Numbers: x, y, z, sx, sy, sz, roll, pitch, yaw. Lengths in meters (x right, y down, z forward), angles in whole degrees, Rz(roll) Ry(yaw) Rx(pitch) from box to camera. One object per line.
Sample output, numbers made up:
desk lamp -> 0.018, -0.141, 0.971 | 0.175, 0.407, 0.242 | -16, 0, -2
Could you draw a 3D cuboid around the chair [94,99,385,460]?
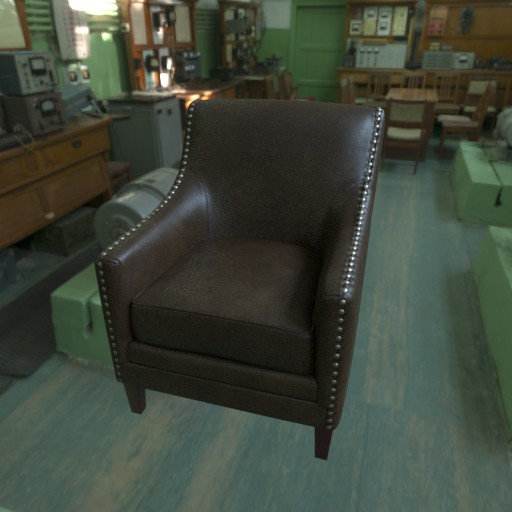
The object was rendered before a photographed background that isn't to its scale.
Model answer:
chair -> 0.000, 0.000, 1.330 | 0.639, 0.813, 0.704 | 8, 29, 15
